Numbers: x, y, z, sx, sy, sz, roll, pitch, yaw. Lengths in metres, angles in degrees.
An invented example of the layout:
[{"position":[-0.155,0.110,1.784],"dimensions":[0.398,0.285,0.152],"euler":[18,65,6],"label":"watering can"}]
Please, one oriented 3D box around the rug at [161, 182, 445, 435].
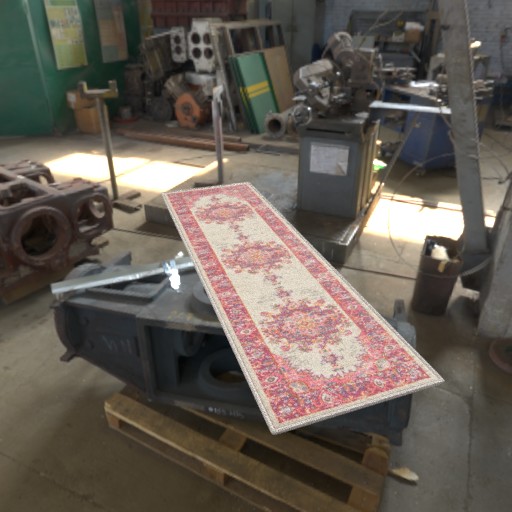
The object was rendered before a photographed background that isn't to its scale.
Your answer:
[{"position":[0.000,0.000,1.994],"dimensions":[0.562,0.009,1.824],"euler":[-10,31,-17],"label":"rug"}]
